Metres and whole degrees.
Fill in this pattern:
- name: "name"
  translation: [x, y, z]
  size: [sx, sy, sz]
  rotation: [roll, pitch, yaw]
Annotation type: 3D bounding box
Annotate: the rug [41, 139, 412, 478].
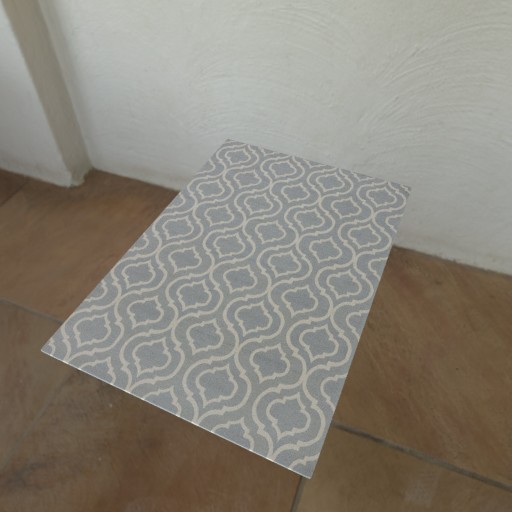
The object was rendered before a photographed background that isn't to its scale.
- name: "rug"
  translation: [0.000, 0.000, 2.672]
  size: [1.451, 0.010, 2.080]
  rotation: [19, 51, 16]
